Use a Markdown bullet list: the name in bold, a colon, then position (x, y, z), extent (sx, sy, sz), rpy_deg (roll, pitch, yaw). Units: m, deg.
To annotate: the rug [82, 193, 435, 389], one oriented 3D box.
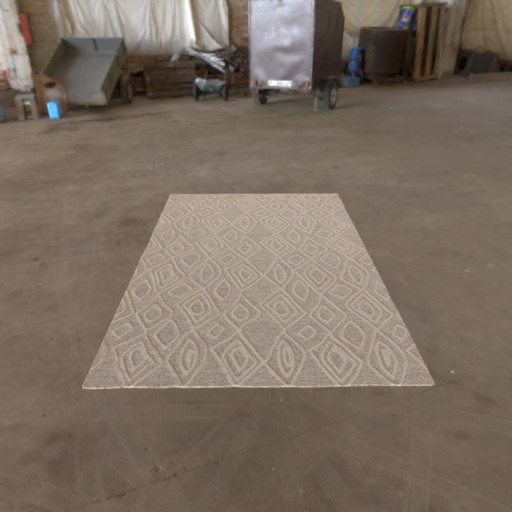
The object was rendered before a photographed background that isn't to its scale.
- **rug**: position (0.000, 0.000, 2.999), extent (1.546, 0.010, 2.442), rpy_deg (0, 28, -1)
